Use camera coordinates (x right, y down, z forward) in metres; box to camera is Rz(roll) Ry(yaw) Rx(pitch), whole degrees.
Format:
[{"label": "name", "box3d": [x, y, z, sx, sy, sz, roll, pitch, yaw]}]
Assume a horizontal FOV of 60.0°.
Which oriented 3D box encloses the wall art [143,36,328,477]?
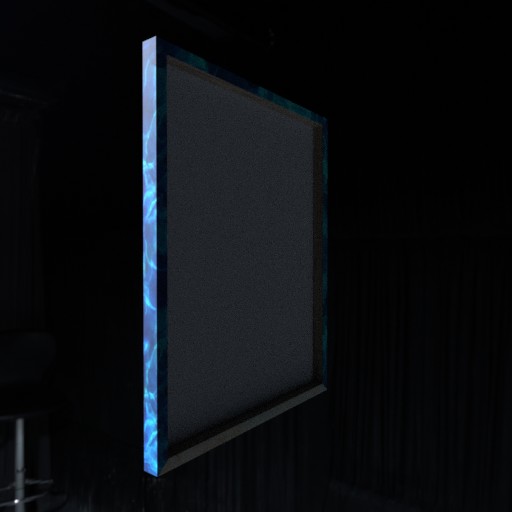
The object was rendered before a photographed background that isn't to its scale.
[{"label": "wall art", "box3d": [0.000, 0.000, 1.016, 0.038, 0.760, 0.609, 1, 1, 38]}]
